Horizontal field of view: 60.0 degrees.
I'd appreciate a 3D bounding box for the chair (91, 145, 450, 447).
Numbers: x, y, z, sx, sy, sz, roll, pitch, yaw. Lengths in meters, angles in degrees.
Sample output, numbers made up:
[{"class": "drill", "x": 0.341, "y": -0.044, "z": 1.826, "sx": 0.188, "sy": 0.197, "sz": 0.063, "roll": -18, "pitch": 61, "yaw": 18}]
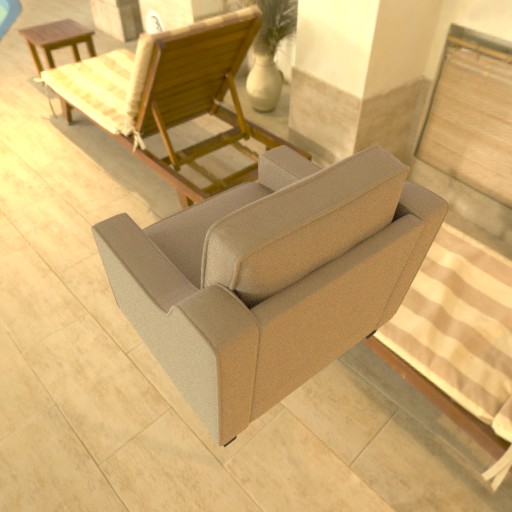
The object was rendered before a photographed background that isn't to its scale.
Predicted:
[{"class": "chair", "x": 0.000, "y": 0.000, "z": 1.681, "sx": 0.922, "sy": 0.948, "sz": 0.882, "roll": -29, "pitch": 51, "yaw": -26}]
